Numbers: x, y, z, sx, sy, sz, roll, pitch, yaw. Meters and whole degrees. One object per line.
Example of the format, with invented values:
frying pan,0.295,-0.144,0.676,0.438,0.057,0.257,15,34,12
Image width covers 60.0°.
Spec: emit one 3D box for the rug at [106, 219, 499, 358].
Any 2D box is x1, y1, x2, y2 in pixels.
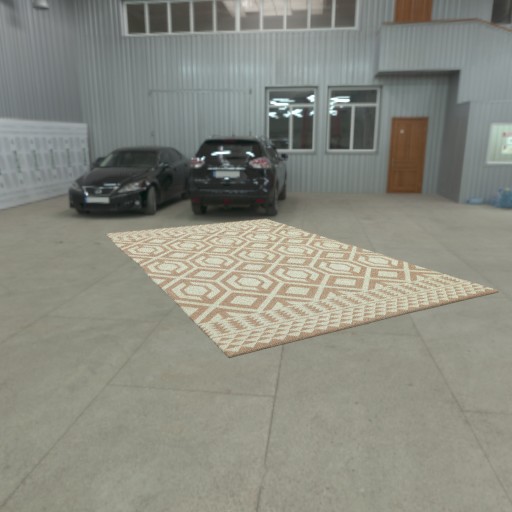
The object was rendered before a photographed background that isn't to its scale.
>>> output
rug,0.000,0.000,2.956,1.526,0.011,2.435,-8,16,-27
